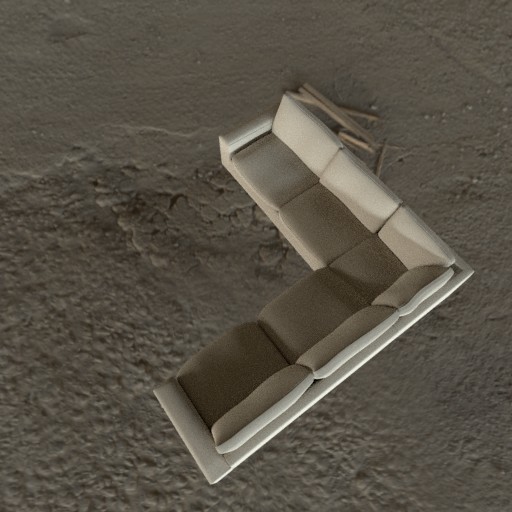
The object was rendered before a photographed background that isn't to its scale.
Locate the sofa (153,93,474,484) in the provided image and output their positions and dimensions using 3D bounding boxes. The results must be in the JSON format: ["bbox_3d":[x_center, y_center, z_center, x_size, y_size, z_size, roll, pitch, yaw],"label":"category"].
[{"bbox_3d":[0.000,0.000,4.760,3.206,0.918,3.066,-34,69,-15],"label":"sofa"}]
